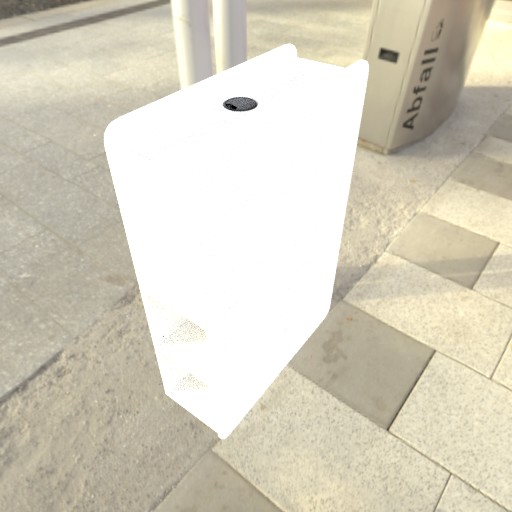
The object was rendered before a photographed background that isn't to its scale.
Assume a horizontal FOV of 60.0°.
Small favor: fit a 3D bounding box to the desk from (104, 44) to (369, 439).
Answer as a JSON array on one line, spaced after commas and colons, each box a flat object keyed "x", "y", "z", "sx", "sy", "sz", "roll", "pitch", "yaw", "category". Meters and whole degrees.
[{"x": 0.000, "y": 0.000, "z": 1.555, "sx": 0.278, "sy": 1.190, "sz": 0.795, "roll": 26, "pitch": 48, "yaw": 27, "category": "desk"}]
